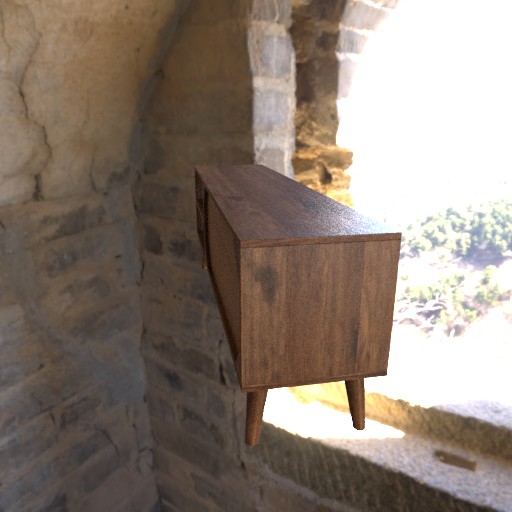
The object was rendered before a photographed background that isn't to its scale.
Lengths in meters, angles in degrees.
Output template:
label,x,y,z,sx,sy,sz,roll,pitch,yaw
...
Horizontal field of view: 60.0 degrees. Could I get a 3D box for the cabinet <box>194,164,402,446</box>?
label,x,y,z,sx,sy,sz,roll,pitch,yaw
cabinet,0.000,0.000,1.666,0.349,0.528,1.448,-3,18,-11
